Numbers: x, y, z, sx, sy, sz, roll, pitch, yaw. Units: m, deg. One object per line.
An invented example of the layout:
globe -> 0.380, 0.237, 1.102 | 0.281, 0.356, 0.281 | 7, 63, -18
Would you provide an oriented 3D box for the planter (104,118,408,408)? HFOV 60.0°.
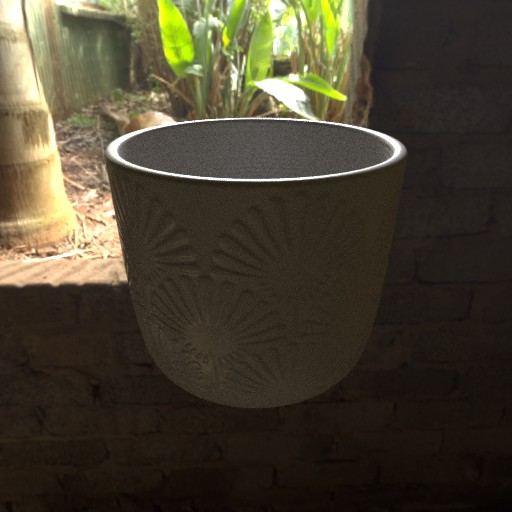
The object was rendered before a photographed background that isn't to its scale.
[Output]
planter -> 0.000, 0.000, 0.212 | 0.124, 0.109, 0.124 | 0, 26, 0
